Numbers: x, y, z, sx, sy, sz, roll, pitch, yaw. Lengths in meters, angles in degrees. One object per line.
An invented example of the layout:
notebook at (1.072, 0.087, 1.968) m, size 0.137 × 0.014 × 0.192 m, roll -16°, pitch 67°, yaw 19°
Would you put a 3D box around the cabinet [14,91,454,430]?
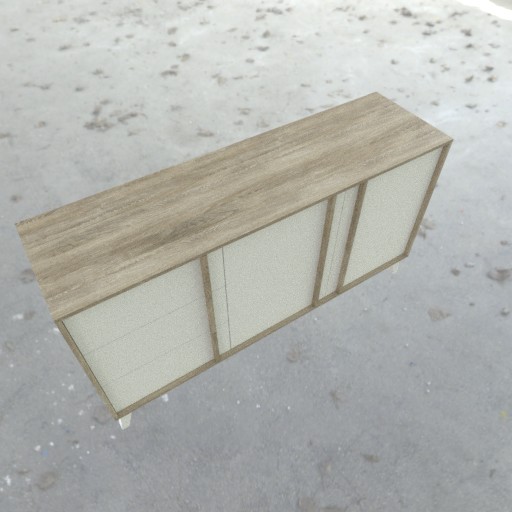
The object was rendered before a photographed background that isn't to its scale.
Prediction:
cabinet at (0.000, 0.000, 1.945) m, size 1.600 × 0.870 × 0.450 m, roll -26°, pitch 53°, yaw -21°
